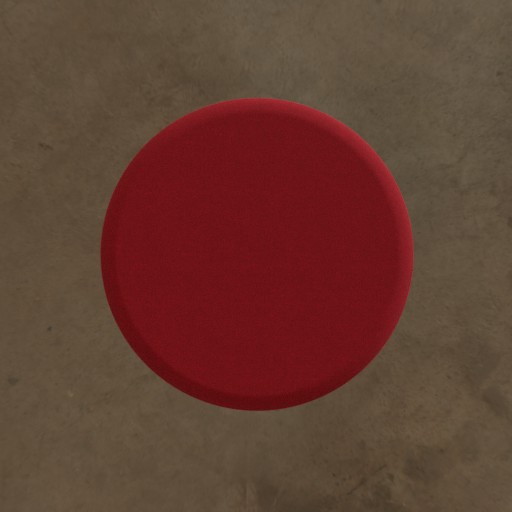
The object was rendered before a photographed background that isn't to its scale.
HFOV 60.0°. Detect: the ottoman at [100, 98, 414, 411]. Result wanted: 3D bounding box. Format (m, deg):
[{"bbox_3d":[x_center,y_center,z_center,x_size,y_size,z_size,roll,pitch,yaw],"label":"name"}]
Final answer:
[{"bbox_3d":[0.000,0.000,0.749,0.400,0.406,0.400,0,89,-1],"label":"ottoman"}]
